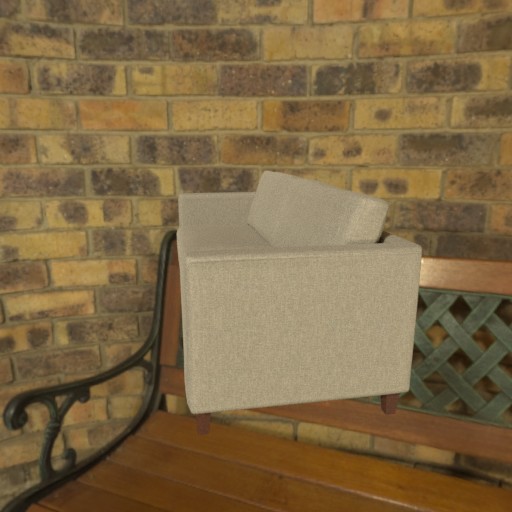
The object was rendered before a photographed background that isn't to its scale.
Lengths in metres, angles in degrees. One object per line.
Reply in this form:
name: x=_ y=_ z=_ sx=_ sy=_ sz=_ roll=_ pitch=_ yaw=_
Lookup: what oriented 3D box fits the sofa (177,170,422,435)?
sofa: x=0.000 y=0.000 z=2.736 sx=0.956 sy=0.963 sz=2.208 roll=-2 pitch=14 yaw=-10
